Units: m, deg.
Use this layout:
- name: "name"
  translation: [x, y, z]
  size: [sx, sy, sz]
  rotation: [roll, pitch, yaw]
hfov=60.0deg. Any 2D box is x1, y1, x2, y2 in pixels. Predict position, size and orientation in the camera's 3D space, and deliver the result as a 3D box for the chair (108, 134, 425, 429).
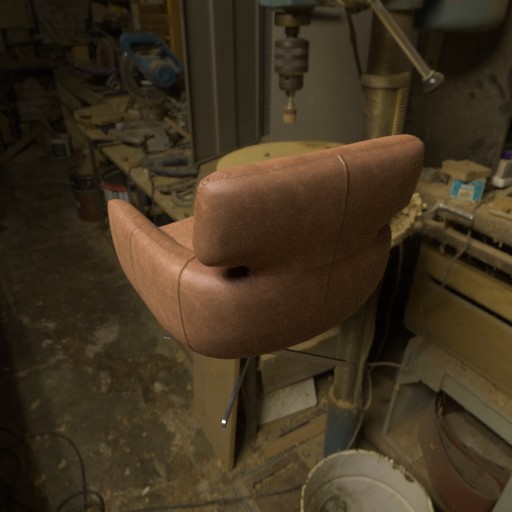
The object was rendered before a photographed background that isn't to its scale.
- name: "chair"
  translation: [0.000, 0.000, 1.338]
  size: [0.706, 0.812, 0.715]
  rotation: [-17, 34, -27]
